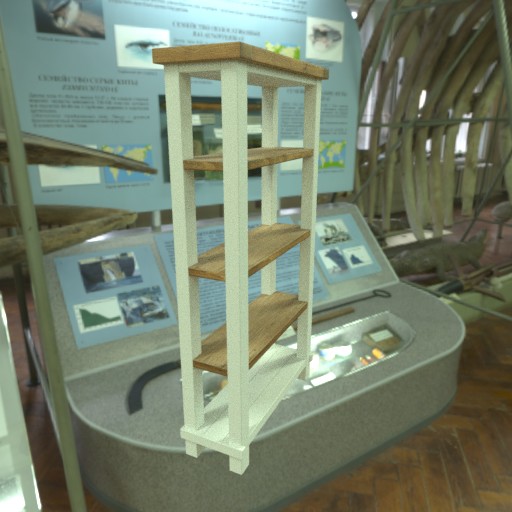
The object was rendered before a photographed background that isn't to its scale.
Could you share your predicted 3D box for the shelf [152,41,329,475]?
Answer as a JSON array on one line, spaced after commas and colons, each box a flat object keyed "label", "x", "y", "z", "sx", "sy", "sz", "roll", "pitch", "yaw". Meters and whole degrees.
[{"label": "shelf", "x": 0.000, "y": 0.000, "z": 2.314, "sx": 0.381, "sy": 1.878, "sz": 1.022, "roll": 8, "pitch": 19, "yaw": 25}]
